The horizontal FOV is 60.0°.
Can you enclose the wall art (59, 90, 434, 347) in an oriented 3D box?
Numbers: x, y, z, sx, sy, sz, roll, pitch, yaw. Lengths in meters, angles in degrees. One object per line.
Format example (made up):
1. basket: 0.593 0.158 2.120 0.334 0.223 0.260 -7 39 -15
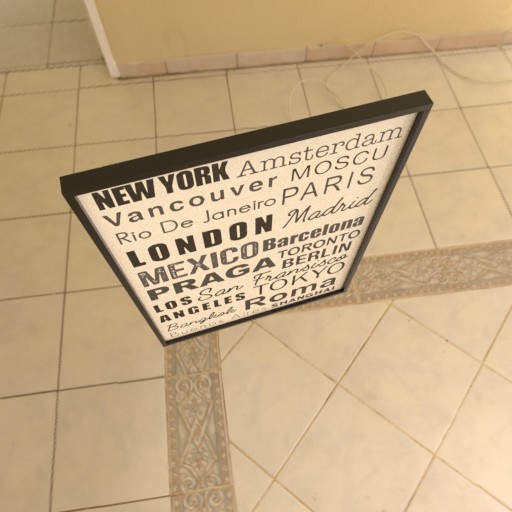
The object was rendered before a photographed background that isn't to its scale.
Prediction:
1. wall art: 0.000 0.000 1.370 0.788 1.046 0.043 -16 64 -8
